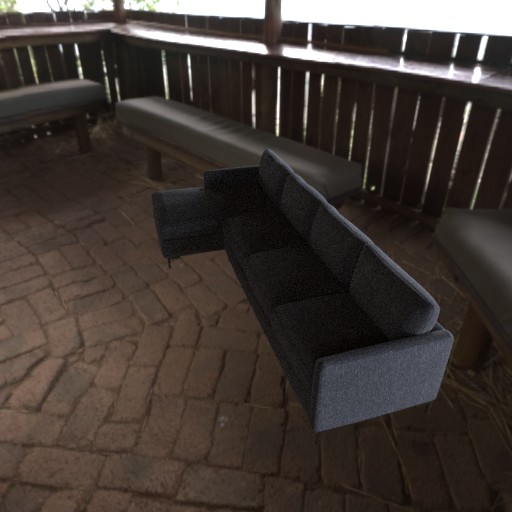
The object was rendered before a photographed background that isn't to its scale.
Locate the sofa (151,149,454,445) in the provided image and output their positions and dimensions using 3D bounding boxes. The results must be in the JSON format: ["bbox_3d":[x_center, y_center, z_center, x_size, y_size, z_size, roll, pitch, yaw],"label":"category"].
[{"bbox_3d":[0.000,0.000,3.471,1.350,0.810,2.932,-9,32,-15],"label":"sofa"}]
